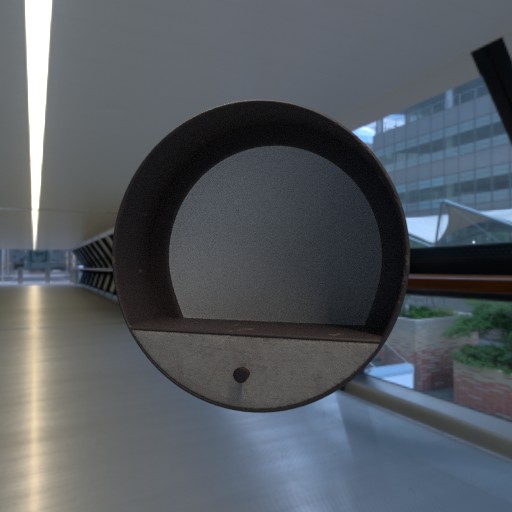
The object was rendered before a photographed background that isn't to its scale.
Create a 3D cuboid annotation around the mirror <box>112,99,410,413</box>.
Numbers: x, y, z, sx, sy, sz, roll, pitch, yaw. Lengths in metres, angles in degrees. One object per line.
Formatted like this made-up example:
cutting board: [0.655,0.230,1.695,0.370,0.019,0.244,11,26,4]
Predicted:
mirror: [0.000,0.000,0.590,0.386,0.386,0.126,0,0,18]
